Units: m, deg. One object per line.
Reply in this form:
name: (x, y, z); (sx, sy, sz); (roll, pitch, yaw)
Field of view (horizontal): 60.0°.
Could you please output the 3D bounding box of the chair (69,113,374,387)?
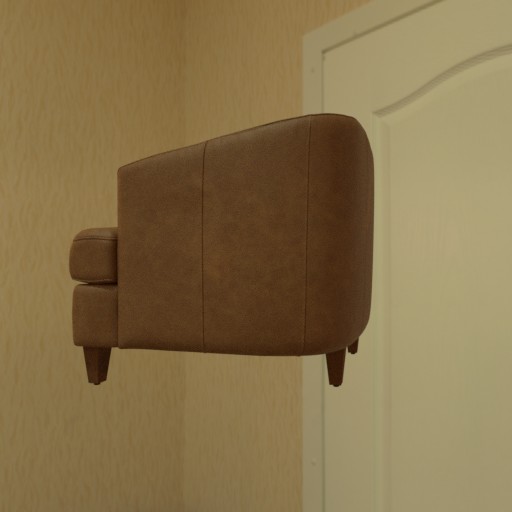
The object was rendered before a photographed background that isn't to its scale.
chair: (0.000, 0.000, 1.772); (0.911, 0.836, 1.119); (0, -1, 18)
